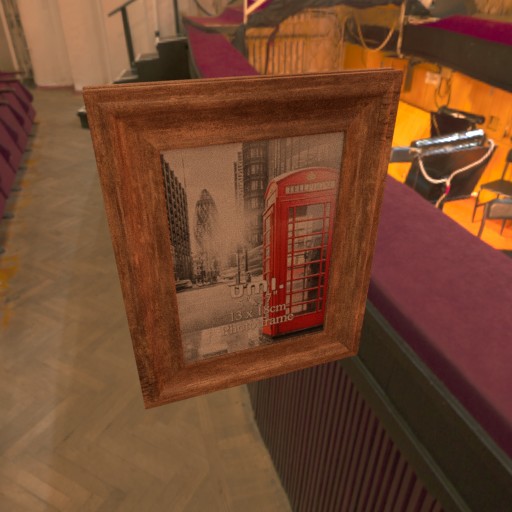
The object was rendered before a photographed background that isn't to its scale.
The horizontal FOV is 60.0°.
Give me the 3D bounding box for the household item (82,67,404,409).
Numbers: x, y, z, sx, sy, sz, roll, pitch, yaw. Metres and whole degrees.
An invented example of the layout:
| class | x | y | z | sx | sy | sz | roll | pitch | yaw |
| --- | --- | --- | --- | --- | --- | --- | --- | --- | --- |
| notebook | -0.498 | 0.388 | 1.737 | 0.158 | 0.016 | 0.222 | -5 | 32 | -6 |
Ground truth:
| class | x | y | z | sx | sy | sz | roll | pitch | yaw |
| --- | --- | --- | --- | --- | --- | --- | --- | --- | --- |
| household item | 0.000 | 0.000 | 0.313 | 0.186 | 0.237 | 0.018 | -10 | 33 | -16 |
